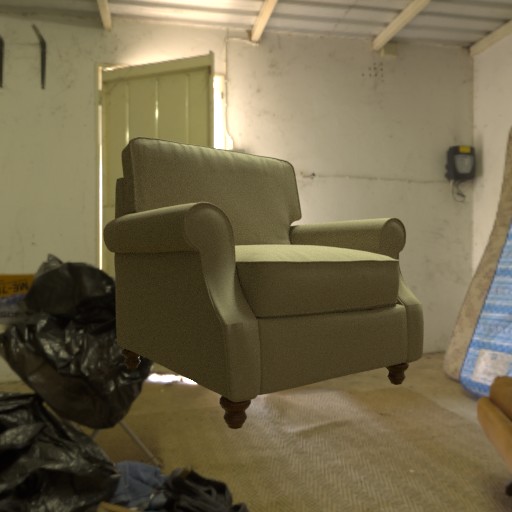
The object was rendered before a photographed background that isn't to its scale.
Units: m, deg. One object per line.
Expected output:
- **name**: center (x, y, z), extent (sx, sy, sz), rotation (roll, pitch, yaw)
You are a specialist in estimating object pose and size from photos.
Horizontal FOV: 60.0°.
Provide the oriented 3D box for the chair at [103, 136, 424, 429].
- **chair**: center (0.000, 0.000, 1.778), extent (1.029, 0.967, 0.966), rotation (0, 0, -36)
